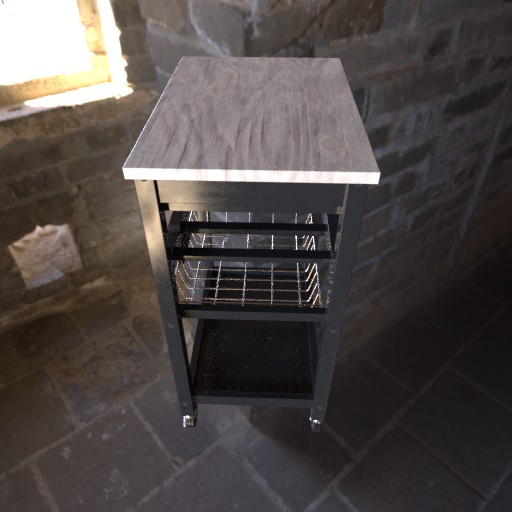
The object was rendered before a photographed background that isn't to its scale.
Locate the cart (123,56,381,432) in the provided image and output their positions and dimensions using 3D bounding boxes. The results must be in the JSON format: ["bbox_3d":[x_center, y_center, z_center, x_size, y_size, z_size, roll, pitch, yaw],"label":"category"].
[{"bbox_3d":[0.000,0.000,1.175,0.403,0.839,0.584,1,40,2],"label":"cart"}]
